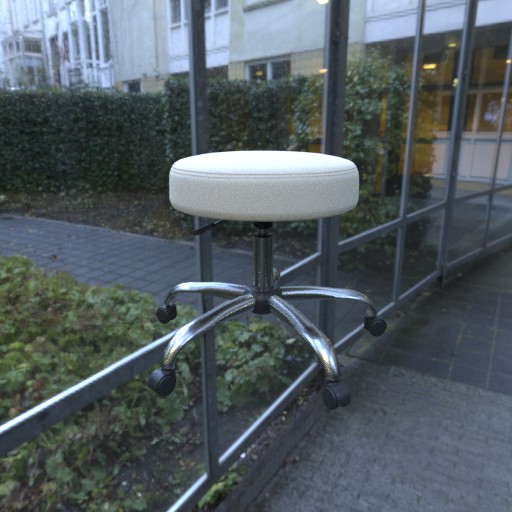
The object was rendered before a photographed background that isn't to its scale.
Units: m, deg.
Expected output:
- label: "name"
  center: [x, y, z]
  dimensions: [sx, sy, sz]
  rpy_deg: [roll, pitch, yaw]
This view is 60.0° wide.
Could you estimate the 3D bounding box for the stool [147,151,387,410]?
- label: "stool"
  center: [0.000, 0.000, 1.058]
  dimensions: [0.634, 0.482, 0.614]
  rpy_deg: [15, 22, 42]
